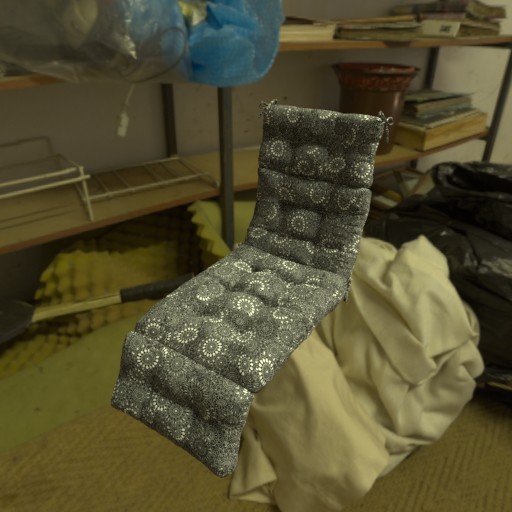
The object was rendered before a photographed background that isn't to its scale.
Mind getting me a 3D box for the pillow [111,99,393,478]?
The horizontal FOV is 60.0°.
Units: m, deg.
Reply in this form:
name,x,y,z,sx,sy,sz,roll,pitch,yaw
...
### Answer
name,x,y,z,sx,sy,sz,roll,pitch,yaw
pillow,0.000,0.000,1.505,0.526,0.863,1.016,18,34,29
